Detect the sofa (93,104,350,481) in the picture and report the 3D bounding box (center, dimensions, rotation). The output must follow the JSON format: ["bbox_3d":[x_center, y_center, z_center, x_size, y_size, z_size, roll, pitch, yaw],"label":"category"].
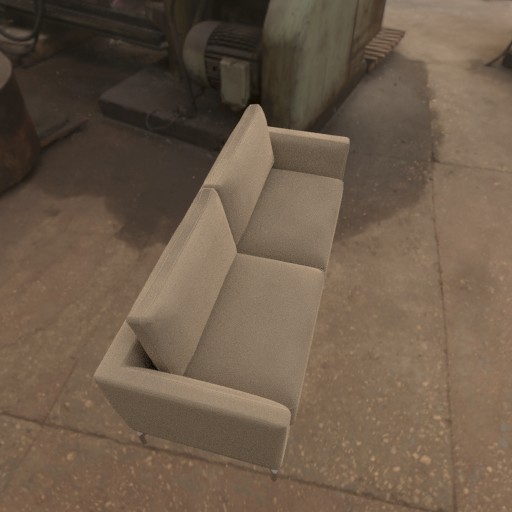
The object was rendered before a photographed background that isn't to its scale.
[{"bbox_3d":[0.000,0.000,2.715,0.868,1.005,2.214,11,47,10],"label":"sofa"}]
